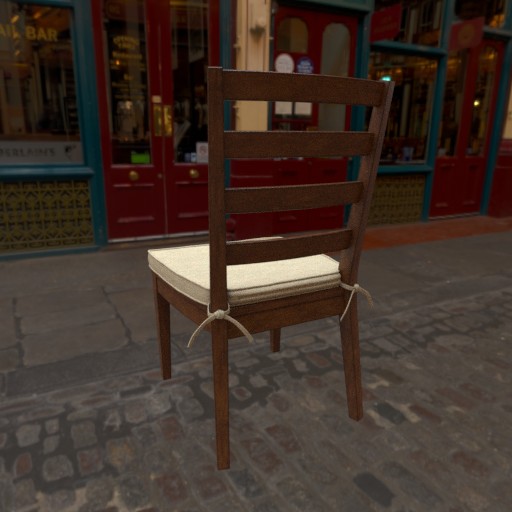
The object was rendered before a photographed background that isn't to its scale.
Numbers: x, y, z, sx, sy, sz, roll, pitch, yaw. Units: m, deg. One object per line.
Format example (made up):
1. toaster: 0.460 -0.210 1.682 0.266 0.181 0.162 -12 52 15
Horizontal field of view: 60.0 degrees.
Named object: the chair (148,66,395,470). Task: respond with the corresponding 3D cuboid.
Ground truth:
1. chair: 0.000 0.000 1.354 0.593 0.979 0.595 -8 17 -27
